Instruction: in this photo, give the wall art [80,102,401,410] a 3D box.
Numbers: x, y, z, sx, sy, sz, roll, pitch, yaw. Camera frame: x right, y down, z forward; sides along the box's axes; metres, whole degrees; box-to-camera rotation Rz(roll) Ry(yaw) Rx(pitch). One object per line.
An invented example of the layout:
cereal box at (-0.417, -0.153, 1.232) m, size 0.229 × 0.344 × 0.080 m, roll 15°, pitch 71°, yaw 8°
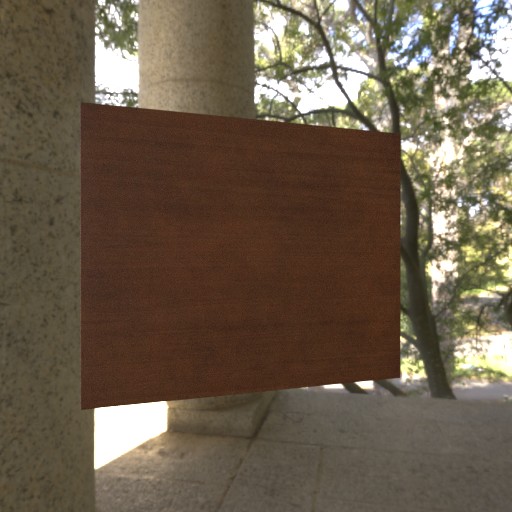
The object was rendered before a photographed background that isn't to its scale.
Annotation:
wall art at (0.000, 0.000, 0.759) m, size 0.558 × 0.457 × 0.033 m, roll 0°, pitch 0°, yaw -18°
